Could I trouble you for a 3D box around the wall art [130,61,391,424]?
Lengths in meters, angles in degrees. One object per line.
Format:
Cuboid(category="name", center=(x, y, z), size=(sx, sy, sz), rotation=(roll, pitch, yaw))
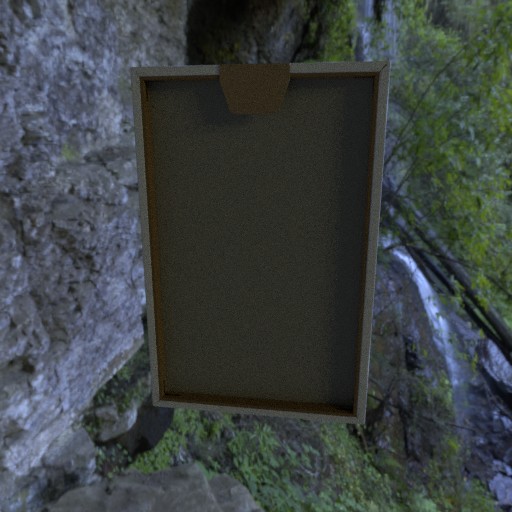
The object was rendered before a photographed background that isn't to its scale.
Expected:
Cuboid(category="wall art", center=(0.000, 0.000, 1.144), size=(0.602, 0.916, 0.048), rotation=(2, 15, 8))
